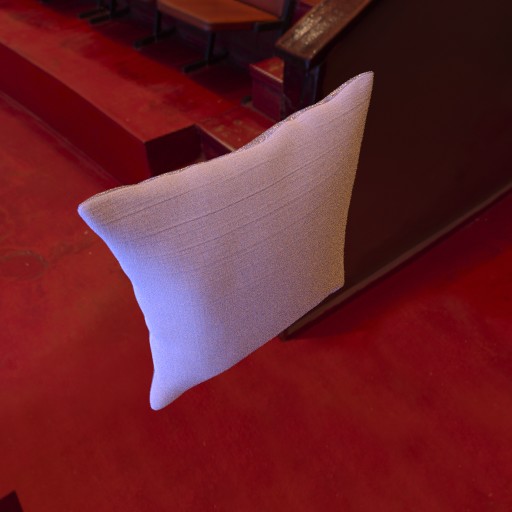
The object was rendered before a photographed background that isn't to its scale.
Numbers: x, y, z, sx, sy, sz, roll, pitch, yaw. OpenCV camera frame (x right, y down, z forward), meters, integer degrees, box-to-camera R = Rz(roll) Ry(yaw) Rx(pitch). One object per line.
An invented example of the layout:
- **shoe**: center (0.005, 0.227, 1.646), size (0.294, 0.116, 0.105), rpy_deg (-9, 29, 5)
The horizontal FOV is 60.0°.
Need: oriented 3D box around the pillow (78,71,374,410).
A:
- **pillow**: center (0.000, 0.000, 0.712), size (0.470, 0.464, 0.175), rpy_deg (-31, 54, -26)
